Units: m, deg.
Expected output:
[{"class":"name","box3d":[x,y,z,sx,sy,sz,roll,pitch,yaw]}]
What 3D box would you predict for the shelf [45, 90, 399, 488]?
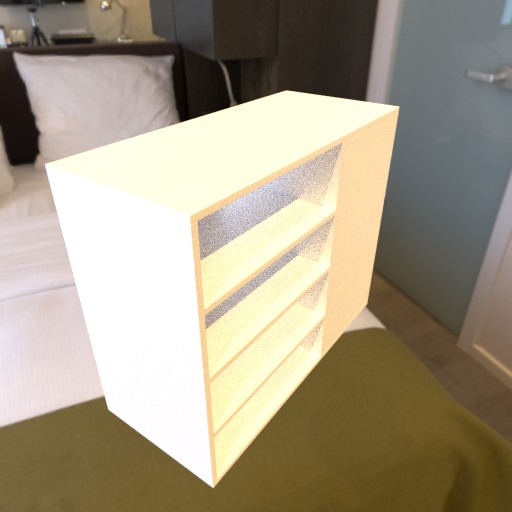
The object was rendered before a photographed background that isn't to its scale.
[{"class":"shelf","box3d":[0.000,0.000,1.289,0.396,0.732,0.895,21,37,30]}]
